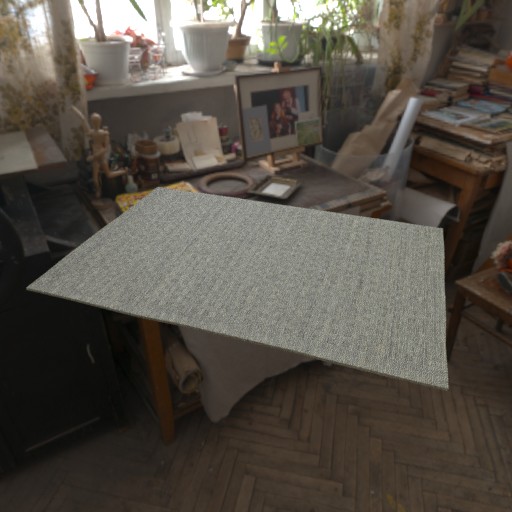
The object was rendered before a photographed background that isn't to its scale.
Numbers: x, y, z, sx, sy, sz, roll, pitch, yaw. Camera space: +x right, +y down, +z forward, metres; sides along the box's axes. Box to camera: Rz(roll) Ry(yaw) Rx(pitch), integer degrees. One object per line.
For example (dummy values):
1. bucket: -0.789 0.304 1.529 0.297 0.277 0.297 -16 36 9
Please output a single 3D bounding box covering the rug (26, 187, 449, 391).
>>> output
1. rug: 0.000 0.000 2.855 2.297 0.018 1.532 10 34 16
